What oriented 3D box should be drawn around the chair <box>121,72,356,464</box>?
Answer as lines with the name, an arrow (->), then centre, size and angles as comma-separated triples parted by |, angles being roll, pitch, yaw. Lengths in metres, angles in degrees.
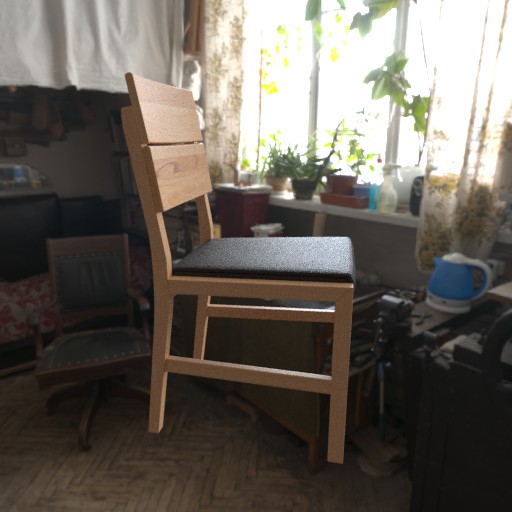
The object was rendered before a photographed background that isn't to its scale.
chair -> 0.000, 0.000, 1.284 | 0.560, 0.950, 0.475 | 3, 16, 10
